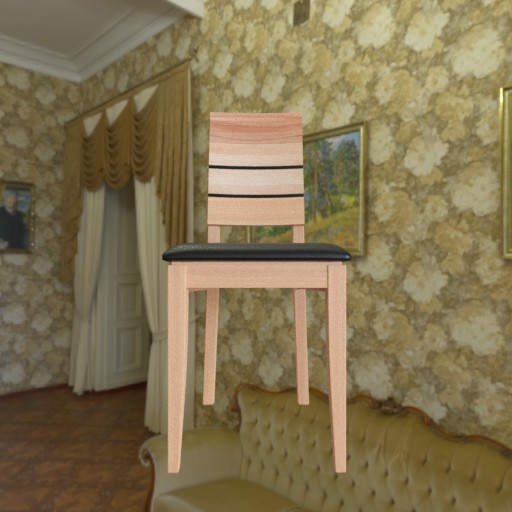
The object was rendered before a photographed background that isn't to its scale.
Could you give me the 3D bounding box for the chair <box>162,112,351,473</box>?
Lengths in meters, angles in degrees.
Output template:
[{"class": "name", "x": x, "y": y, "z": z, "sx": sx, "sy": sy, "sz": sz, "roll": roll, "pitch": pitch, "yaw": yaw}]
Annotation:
[{"class": "chair", "x": 0.000, "y": 0.000, "z": 1.202, "sx": 0.410, "sy": 0.940, "sz": 0.520, "roll": 0, "pitch": -1, "yaw": 0}]
